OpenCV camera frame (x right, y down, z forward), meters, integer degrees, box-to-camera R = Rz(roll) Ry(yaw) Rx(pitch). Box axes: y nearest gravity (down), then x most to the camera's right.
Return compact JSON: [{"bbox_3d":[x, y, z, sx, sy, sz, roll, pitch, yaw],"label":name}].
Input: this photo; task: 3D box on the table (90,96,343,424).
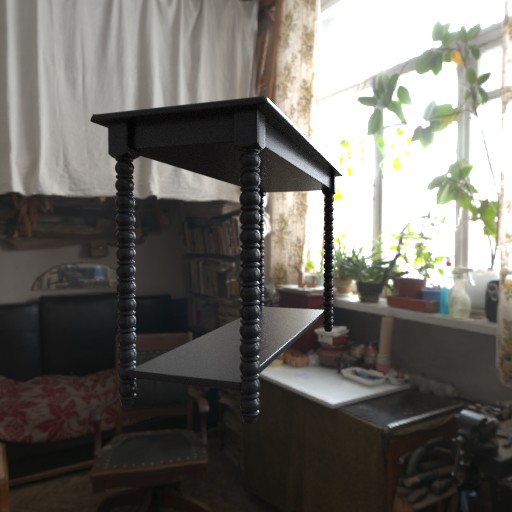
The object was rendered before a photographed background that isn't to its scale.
[{"bbox_3d":[0.000,0.000,1.583,0.459,0.735,1.184,1,2,19],"label":"table"}]
